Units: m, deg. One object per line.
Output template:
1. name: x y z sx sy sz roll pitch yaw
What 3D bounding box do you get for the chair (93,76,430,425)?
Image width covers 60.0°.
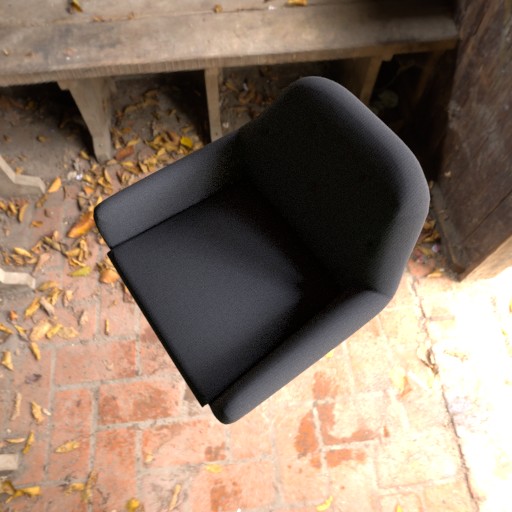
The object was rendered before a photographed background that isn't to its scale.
1. chair: 0.000 0.000 1.416 0.779 0.800 0.770 -33 69 -14
